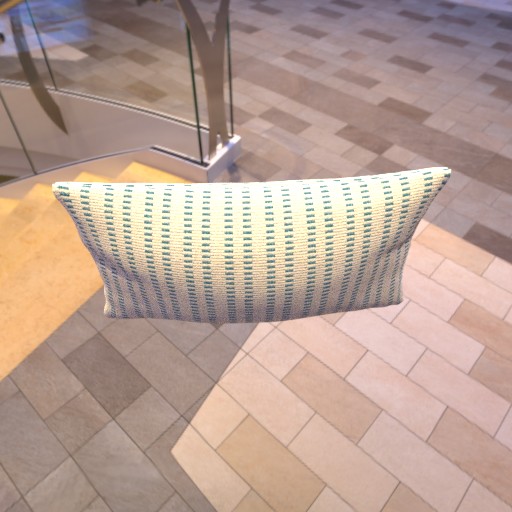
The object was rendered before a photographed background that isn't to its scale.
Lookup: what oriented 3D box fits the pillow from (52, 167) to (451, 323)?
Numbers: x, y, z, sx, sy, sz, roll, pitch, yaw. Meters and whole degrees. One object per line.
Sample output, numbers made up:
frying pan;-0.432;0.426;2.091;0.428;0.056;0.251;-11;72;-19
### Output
pillow;0.000;0.000;0.817;0.640;0.353;0.210;-3;47;-2
